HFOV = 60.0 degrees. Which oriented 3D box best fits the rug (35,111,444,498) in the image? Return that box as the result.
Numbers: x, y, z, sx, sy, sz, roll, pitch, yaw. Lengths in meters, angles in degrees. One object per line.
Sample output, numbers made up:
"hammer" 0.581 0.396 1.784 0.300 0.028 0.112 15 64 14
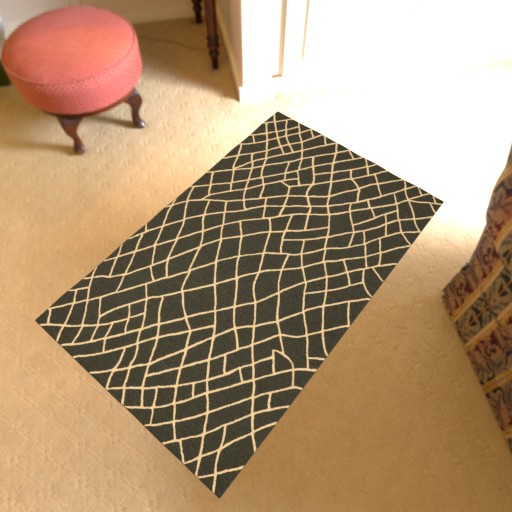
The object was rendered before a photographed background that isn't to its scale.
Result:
"rug" 0.000 0.000 2.971 1.529 0.017 2.448 35 65 19
